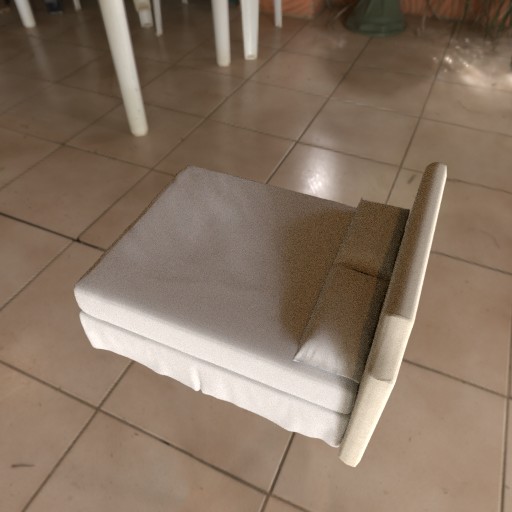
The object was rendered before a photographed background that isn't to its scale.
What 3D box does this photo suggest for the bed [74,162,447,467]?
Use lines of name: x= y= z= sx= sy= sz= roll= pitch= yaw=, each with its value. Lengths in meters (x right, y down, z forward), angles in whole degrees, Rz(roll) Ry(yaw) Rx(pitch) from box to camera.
bed: x=0.000 y=0.000 z=3.212 sx=2.164 sy=1.297 sz=1.828 roll=17 pitch=48 yaw=16
